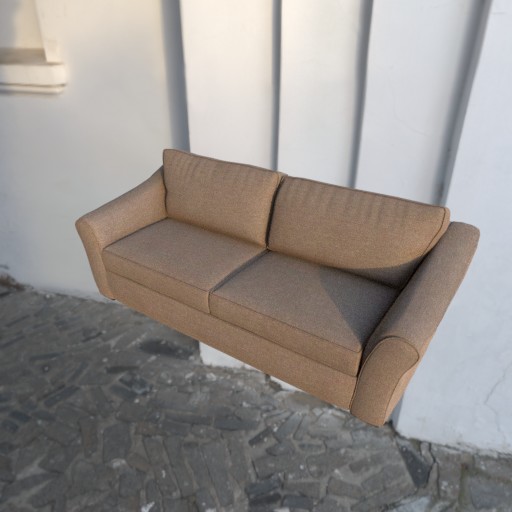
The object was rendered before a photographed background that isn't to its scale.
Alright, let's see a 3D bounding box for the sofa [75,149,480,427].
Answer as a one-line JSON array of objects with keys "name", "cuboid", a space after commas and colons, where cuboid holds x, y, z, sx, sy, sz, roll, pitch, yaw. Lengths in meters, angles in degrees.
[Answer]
[{"name": "sofa", "cuboid": [0.000, 0.000, 2.704, 2.270, 0.906, 0.986, 18, 34, 29]}]
